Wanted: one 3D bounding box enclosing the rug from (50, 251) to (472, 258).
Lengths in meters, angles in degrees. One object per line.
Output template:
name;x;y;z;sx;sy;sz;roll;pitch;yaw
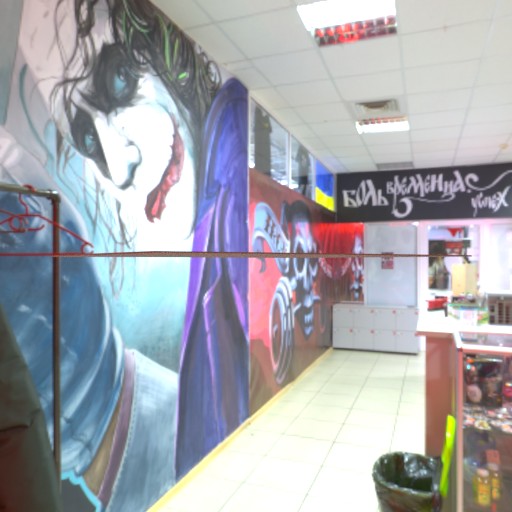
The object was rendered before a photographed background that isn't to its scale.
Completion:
rug;0.000;0.000;3.467;2.584;0.011;2.073;0;-1;-36
